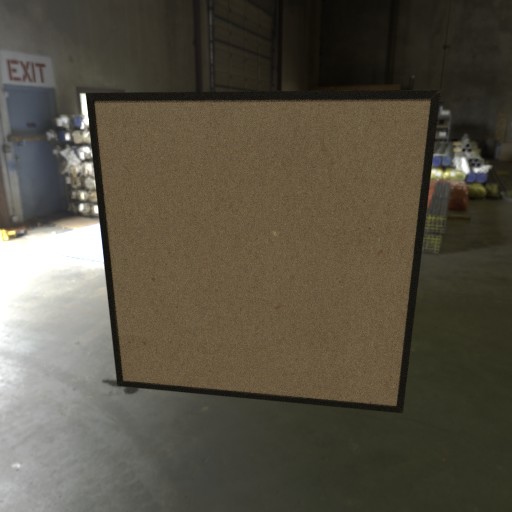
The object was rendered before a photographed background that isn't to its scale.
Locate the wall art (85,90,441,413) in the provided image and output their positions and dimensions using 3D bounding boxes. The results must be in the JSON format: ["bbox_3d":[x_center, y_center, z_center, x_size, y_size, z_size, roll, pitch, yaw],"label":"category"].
[{"bbox_3d":[0.000,0.000,0.440,0.305,0.305,0.038,3,18,8],"label":"wall art"}]
